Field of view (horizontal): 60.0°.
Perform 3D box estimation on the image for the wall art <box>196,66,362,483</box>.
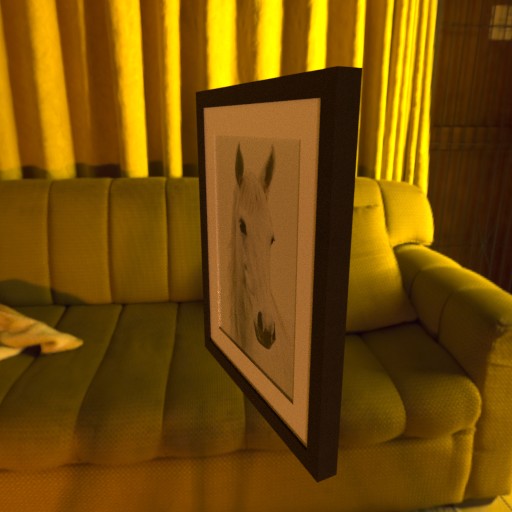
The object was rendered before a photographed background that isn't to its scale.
[{"bbox_3d":[0.000,0.000,0.758,0.034,0.552,0.455,-8,18,-26],"label":"wall art"}]
